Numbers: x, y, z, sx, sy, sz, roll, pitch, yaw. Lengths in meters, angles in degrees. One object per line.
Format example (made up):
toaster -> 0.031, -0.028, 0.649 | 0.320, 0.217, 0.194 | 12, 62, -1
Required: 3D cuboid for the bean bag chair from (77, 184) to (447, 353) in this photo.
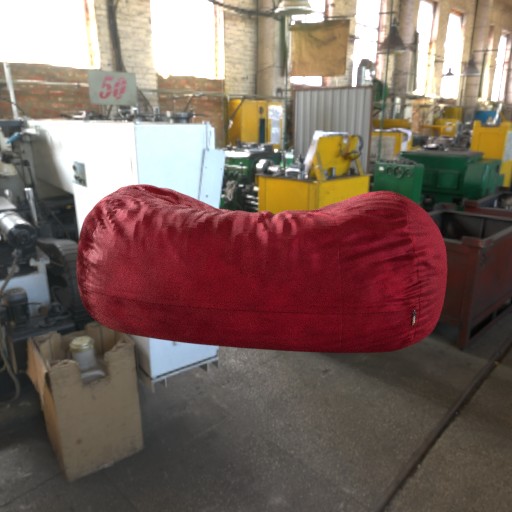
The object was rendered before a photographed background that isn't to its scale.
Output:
bean bag chair -> 0.000, 0.000, 2.826 | 2.293, 0.867, 1.216 | 3, 18, 9
